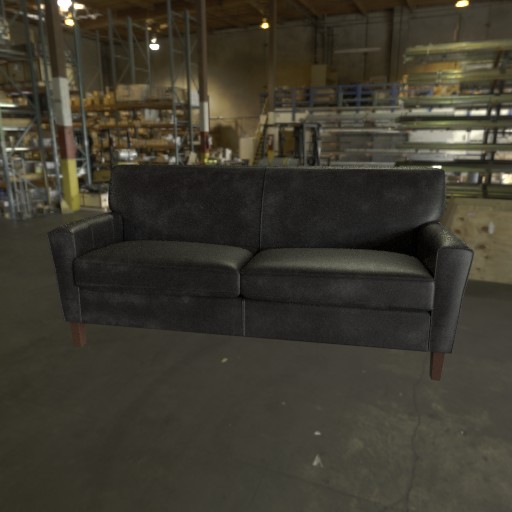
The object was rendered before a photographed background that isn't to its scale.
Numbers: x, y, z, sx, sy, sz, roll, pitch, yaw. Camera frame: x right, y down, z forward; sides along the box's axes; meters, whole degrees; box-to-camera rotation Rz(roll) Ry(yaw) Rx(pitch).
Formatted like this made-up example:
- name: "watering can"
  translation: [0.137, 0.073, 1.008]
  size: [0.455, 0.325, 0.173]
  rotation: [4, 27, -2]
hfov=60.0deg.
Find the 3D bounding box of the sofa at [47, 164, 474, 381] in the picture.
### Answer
- name: "sofa"
  translation: [0.000, 0.000, 2.465]
  size: [2.053, 0.947, 0.805]
  rotation: [3, 15, 11]
